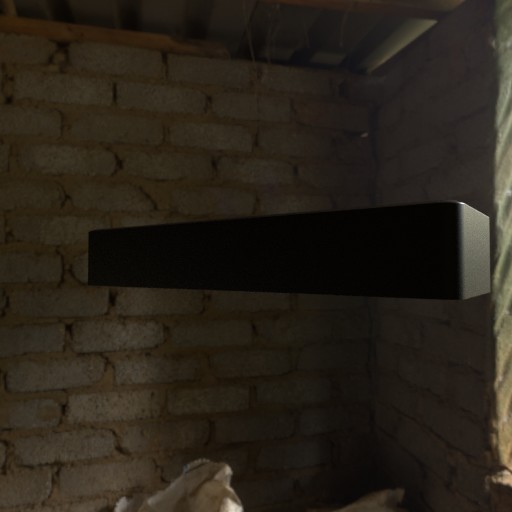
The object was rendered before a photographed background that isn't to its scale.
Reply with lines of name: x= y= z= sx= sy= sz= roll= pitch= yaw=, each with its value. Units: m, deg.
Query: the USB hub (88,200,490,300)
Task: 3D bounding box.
USB hub: x=0.000 y=0.000 z=0.159 sx=0.145 sy=0.023 sz=0.044 roll=-1 pitch=-2 yaw=36
